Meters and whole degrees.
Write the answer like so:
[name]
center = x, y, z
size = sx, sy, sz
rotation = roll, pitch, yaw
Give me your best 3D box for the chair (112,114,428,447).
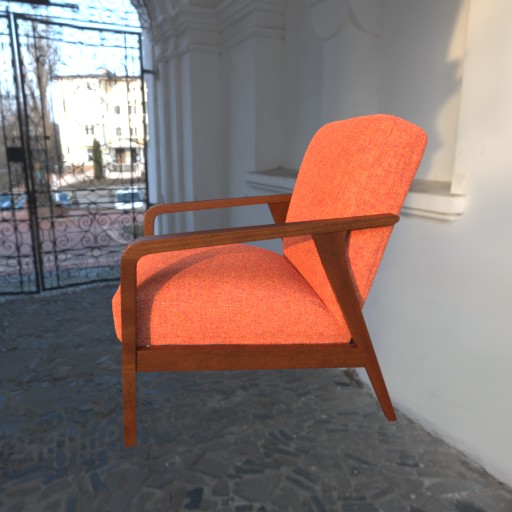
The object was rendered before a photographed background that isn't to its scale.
[chair]
center = 0.000, 0.000, 1.485
size = 0.860, 0.890, 0.719
rotation = -2, 14, -9
